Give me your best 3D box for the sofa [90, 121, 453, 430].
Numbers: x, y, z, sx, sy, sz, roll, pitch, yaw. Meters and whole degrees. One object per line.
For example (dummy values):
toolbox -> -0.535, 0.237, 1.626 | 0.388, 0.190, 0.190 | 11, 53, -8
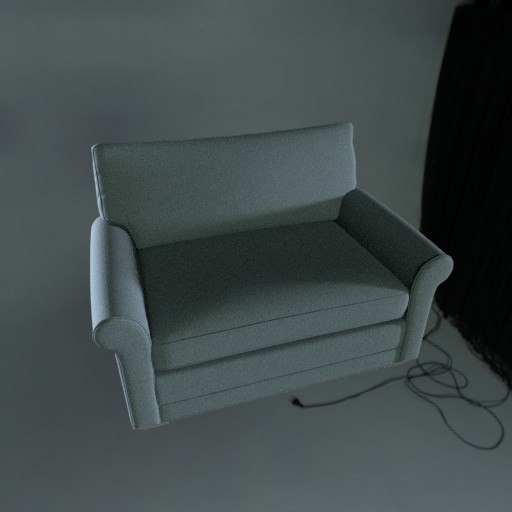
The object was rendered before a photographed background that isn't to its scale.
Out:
sofa -> 0.000, 0.000, 2.022 | 1.410, 0.953, 0.940 | -9, 33, -15
